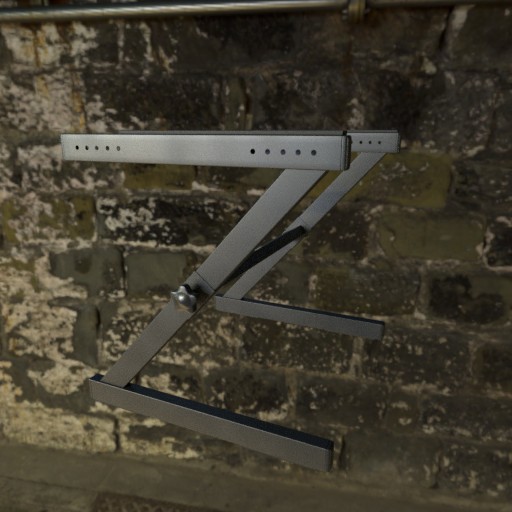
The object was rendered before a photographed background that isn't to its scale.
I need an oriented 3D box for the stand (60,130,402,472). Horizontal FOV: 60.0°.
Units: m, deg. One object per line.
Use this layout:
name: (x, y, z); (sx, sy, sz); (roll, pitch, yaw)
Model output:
stand: (0.000, 0.000, 1.128); (0.586, 0.617, 0.700); (7, 17, 24)
